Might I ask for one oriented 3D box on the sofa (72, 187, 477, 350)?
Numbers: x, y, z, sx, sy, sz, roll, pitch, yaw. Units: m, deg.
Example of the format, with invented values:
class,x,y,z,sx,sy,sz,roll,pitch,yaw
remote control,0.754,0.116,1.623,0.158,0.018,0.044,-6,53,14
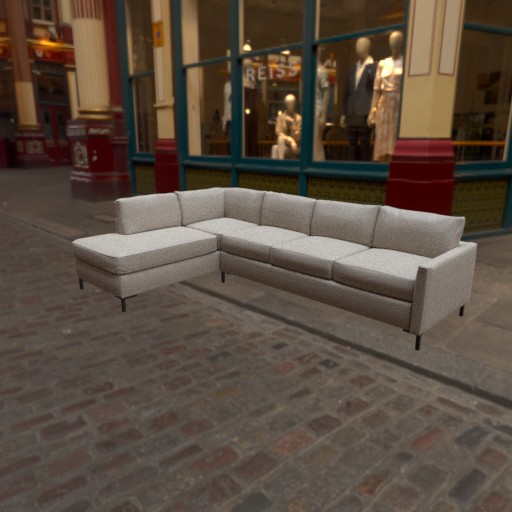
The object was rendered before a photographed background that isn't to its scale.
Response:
class,x,y,z,sx,sy,sz,roll,pitch,yaw
sofa,0.000,0.000,3.131,2.423,0.703,1.617,15,22,42
